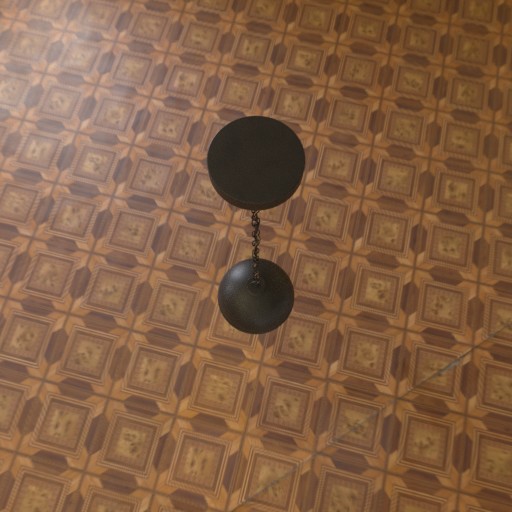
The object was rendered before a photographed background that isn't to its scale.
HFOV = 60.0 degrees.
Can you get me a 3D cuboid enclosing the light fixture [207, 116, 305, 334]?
[{"bbox_3d":[0.000,0.000,1.238,0.304,1.090,0.304,-17,74,-5],"label":"light fixture"}]
